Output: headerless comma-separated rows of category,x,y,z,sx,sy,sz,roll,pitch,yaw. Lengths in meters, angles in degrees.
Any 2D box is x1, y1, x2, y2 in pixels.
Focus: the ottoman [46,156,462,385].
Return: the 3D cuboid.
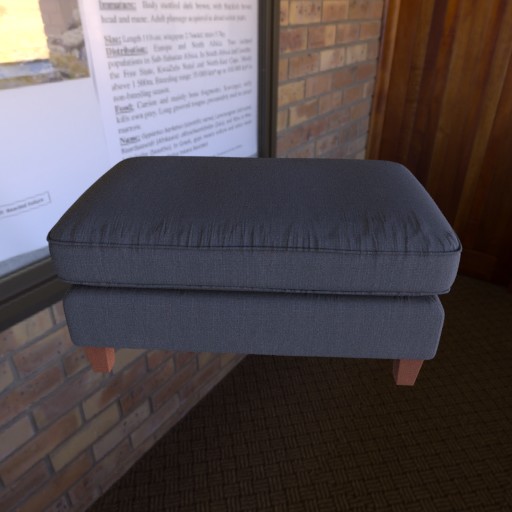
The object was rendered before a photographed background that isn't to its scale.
ottoman,0.000,0.000,1.208,0.885,0.438,0.570,2,30,3
